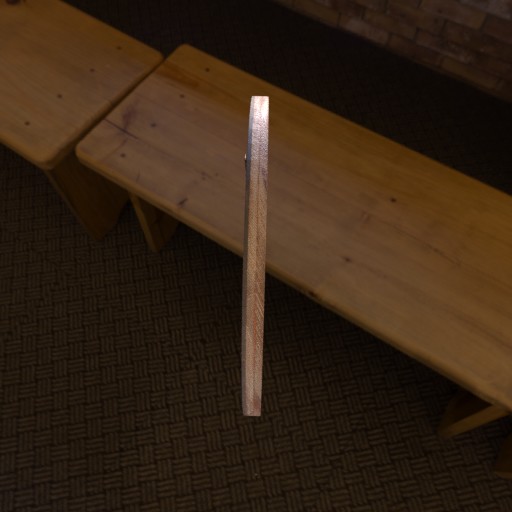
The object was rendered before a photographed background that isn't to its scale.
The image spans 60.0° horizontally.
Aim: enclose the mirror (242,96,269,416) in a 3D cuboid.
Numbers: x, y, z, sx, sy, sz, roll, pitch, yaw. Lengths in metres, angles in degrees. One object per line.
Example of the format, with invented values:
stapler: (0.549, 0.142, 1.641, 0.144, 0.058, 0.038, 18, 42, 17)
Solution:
mirror: (0.000, 0.000, 1.049, 0.038, 0.710, 0.710, 2, 64, 1)
